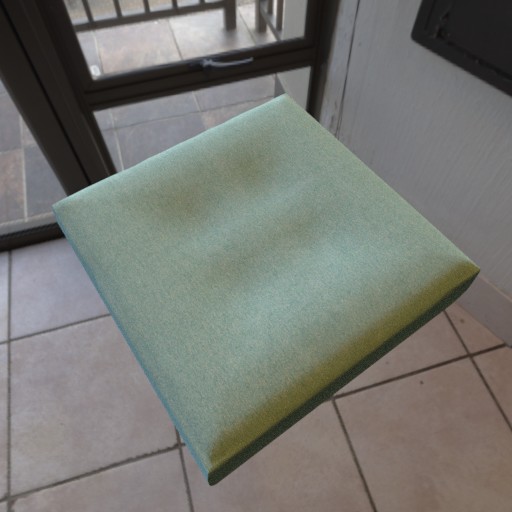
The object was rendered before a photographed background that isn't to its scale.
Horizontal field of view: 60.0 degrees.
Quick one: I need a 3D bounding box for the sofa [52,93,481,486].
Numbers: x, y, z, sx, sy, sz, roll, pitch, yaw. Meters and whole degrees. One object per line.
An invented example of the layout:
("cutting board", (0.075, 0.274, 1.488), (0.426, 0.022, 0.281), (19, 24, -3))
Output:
("sofa", (0.000, 0.000, 1.406), (0.930, 0.330, 0.930), (-31, 64, -17))
